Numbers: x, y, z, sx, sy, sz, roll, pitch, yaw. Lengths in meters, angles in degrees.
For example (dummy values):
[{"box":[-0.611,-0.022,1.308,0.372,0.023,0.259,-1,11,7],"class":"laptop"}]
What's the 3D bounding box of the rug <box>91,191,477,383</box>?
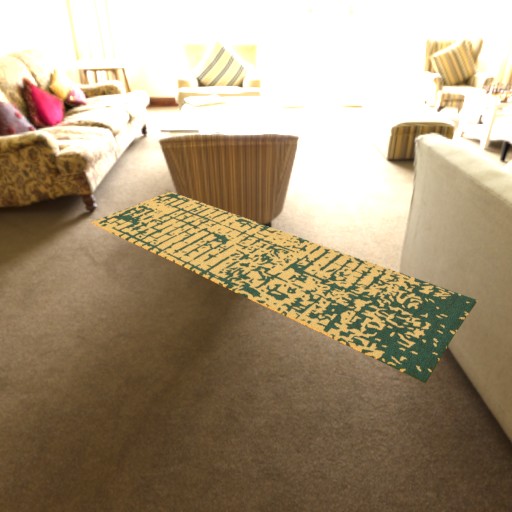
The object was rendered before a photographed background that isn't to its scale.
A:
[{"box":[0.000,0.000,2.773,2.435,0.011,0.750,22,37,33],"class":"rug"}]
